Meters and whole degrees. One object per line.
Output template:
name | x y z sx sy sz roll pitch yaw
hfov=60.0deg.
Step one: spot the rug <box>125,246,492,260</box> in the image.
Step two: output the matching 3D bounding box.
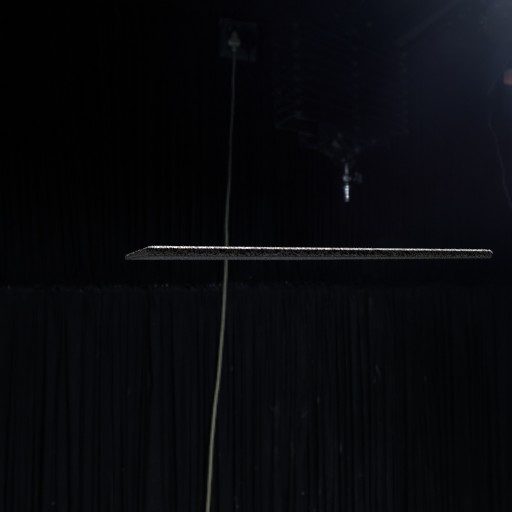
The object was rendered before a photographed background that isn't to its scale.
rug | 0.000 0.000 2.247 1.219 0.030 1.778 0 -1 -18
